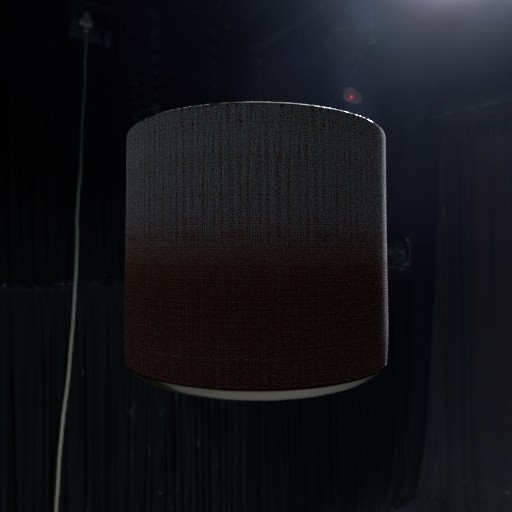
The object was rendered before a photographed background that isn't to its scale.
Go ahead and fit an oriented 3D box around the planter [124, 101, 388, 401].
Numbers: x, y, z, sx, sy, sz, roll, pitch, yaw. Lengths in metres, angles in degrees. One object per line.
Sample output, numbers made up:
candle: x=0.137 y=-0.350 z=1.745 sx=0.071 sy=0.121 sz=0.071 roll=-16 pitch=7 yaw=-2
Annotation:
planter: x=0.000 y=0.000 z=0.311 sx=0.178 sy=0.157 sz=0.178 roll=0 pitch=0 yaw=0
